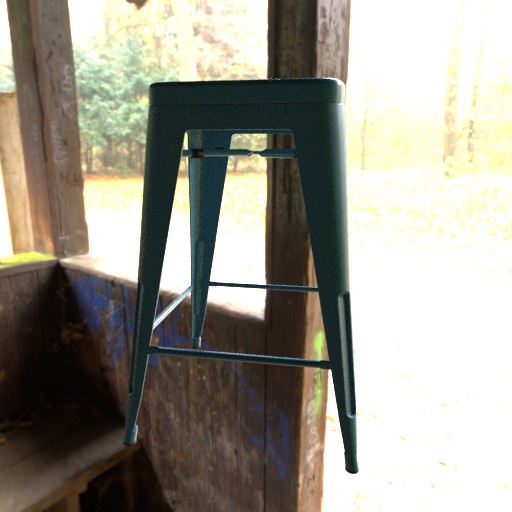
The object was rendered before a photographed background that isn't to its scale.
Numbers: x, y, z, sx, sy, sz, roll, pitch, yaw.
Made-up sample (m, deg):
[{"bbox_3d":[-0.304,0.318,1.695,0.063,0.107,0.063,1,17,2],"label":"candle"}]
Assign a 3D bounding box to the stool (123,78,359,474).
[{"bbox_3d":[0.000,0.000,0.865,0.410,0.608,0.410,3,15,10],"label":"stool"}]
